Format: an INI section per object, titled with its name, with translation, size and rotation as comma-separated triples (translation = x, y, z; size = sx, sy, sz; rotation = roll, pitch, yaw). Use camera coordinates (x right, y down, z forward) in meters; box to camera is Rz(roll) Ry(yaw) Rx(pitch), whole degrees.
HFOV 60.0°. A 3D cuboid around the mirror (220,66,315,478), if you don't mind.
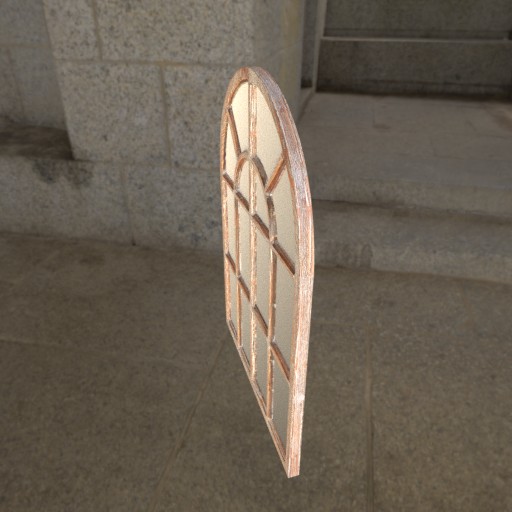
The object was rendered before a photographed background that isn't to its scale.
[mirror]
translation = 0.000, 0.000, 1.167
size = 0.032, 0.920, 0.660
rotation = -9, 31, -15
